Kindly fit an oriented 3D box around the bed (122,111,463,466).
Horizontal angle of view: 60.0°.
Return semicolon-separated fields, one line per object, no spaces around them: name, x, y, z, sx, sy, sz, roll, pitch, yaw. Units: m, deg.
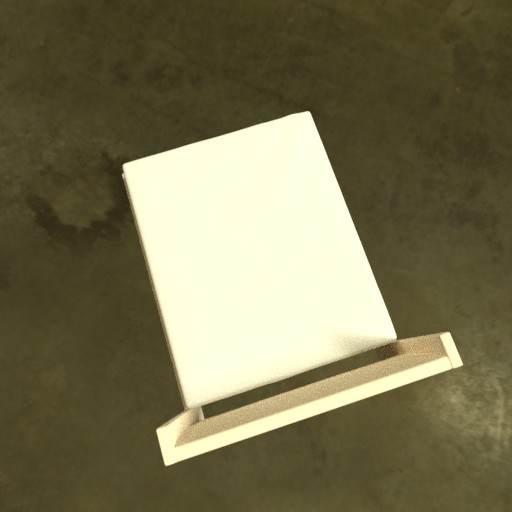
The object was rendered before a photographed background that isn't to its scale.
bed;0.000;0.000;3.426;1.765;1.471;2.280;-17;77;-4
